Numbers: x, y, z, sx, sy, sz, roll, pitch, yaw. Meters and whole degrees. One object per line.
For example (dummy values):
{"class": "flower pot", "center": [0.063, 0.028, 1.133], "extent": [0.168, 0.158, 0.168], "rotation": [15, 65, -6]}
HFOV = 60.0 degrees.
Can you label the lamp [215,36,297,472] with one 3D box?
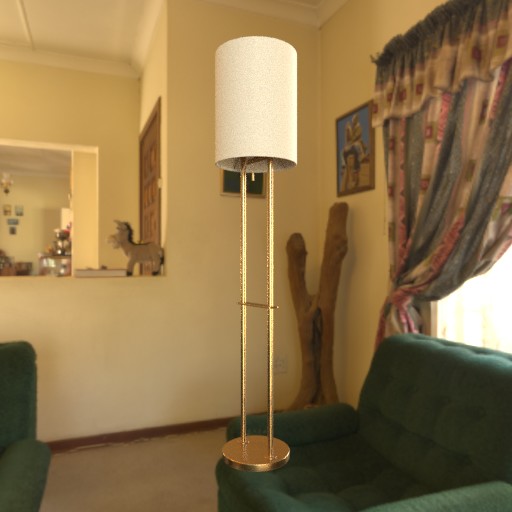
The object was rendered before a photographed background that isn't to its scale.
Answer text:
{"class": "lamp", "center": [0.000, 0.000, 1.664], "extent": [0.305, 1.500, 0.306], "rotation": [0, 0, -38]}
